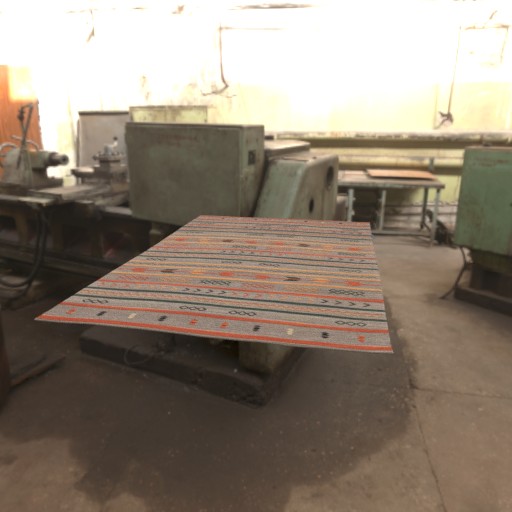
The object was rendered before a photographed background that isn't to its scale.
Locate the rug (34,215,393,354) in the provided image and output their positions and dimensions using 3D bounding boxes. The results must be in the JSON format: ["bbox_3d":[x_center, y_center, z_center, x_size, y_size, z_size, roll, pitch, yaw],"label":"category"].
[{"bbox_3d":[0.000,0.000,2.295,1.220,0.017,1.835,3,17,11],"label":"rug"}]
